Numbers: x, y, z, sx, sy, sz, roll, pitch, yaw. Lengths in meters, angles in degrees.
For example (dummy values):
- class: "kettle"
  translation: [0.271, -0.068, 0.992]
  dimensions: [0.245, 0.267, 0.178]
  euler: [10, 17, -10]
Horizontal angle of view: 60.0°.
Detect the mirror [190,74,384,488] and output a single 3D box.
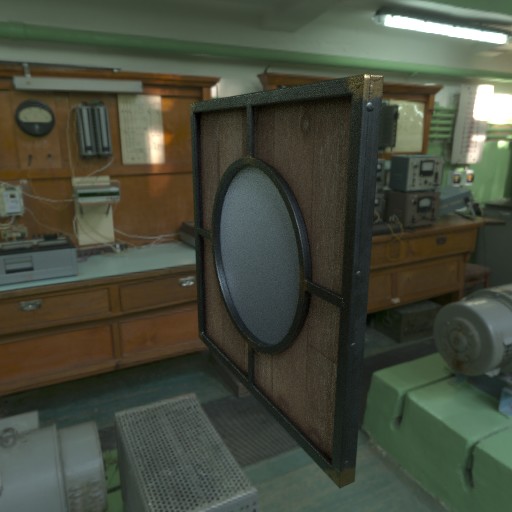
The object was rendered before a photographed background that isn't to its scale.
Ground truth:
- class: "mirror"
  translation: [0.000, 0.000, 0.551]
  dimensions: [0.020, 0.381, 0.382]
  euler: [-8, 17, -27]
